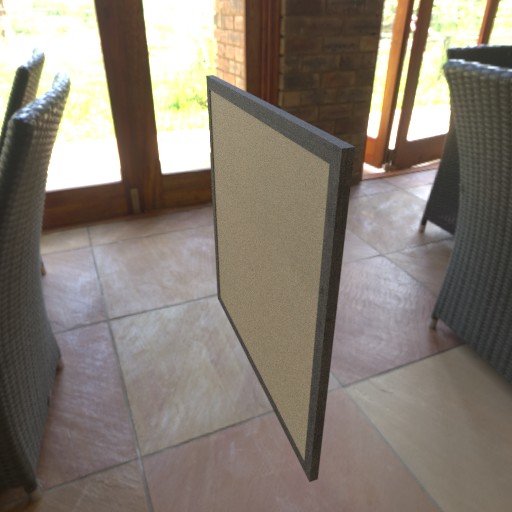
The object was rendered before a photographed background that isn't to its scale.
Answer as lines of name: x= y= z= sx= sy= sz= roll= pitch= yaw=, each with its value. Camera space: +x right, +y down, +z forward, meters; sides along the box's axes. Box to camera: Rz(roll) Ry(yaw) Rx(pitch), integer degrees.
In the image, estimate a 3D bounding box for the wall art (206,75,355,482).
wall art: x=0.000 y=0.000 z=0.674 sx=0.013 sy=0.457 sz=0.457 roll=-10 pitch=31 yaw=-17
